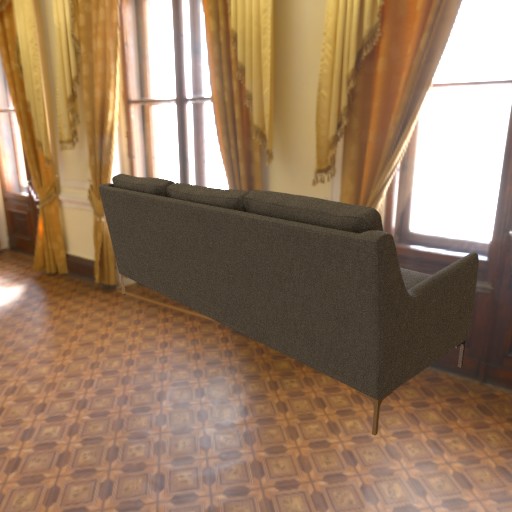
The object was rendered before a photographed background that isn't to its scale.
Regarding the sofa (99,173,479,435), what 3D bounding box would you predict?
[{"bbox_3d":[0.000,0.000,2.436,0.849,0.837,2.060,-14,20,-41],"label":"sofa"}]
